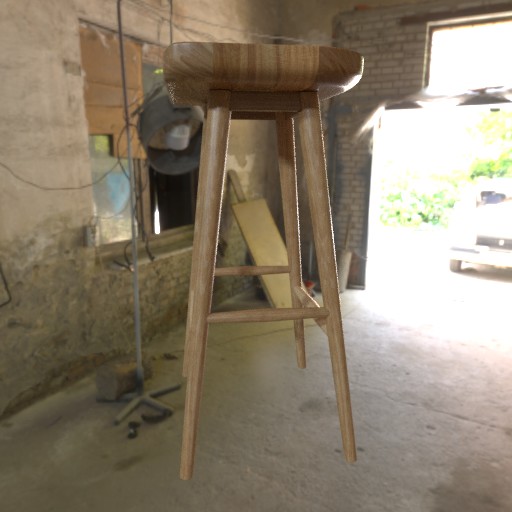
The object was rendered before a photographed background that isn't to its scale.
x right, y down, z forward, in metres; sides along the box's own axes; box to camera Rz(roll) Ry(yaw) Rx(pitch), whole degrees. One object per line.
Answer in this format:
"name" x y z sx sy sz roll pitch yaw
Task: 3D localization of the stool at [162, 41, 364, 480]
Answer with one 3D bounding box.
"stool" 0.000 0.000 0.890 0.322 0.698 0.407 -2 13 -8
